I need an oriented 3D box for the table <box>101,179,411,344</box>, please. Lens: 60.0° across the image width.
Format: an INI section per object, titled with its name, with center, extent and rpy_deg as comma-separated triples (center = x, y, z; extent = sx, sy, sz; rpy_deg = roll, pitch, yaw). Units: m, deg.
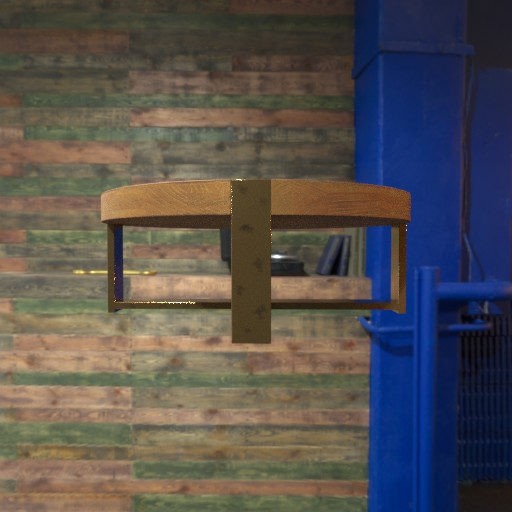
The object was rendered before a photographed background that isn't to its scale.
[table]
center = 0.000, 0.000, 1.679
extent = 1.100, 0.420, 1.100
rpy_deg = 0, 2, 0
